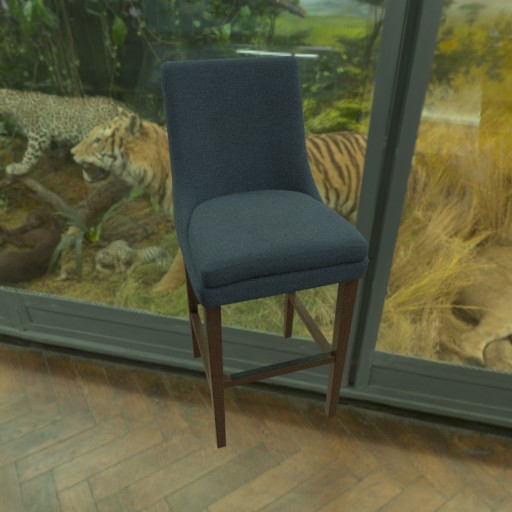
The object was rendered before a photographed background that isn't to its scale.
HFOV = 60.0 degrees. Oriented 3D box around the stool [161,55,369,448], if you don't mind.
[{"bbox_3d":[0.000,0.000,1.393,0.470,1.078,0.577,-9,34,-15],"label":"stool"}]
